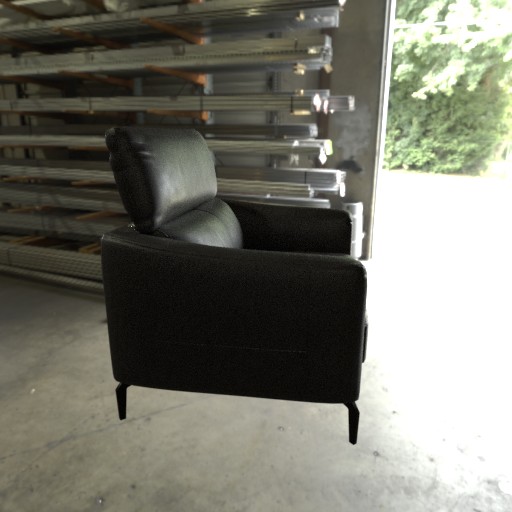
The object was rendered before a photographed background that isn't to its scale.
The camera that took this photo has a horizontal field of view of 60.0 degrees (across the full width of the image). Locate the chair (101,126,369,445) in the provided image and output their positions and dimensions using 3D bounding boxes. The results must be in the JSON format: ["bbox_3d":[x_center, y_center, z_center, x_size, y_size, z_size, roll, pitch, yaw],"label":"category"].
[{"bbox_3d":[0.000,0.000,1.697,0.809,0.949,0.976,2,16,9],"label":"chair"}]
